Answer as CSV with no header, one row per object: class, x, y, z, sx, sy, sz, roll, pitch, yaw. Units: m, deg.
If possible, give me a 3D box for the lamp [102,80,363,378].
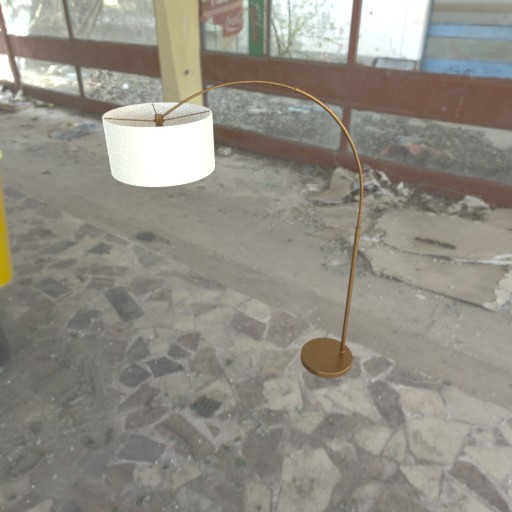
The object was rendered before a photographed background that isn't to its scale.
lamp,0.000,0.000,2.580,1.434,1.927,0.493,-9,32,-15
